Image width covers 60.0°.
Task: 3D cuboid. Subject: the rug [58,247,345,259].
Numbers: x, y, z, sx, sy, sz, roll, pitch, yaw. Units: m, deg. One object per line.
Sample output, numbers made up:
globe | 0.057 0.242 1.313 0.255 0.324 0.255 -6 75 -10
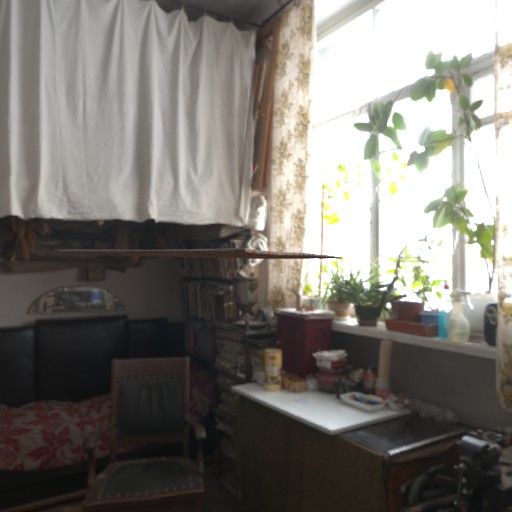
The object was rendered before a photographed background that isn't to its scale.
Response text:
rug | 0.000 0.000 2.658 0.744 0.022 2.419 0 -1 19
